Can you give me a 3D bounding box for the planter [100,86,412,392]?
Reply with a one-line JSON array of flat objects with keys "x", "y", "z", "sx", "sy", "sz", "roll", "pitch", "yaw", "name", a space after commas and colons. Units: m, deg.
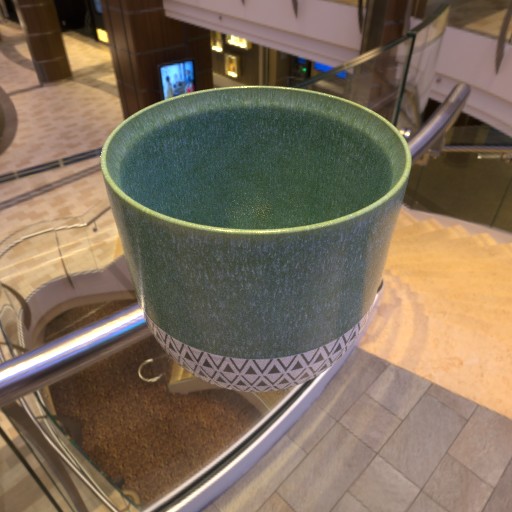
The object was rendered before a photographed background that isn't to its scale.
[{"x": 0.000, "y": 0.000, "z": 0.478, "sx": 0.266, "sy": 0.270, "sz": 0.266, "roll": 0, "pitch": 41, "yaw": 0, "name": "planter"}]
